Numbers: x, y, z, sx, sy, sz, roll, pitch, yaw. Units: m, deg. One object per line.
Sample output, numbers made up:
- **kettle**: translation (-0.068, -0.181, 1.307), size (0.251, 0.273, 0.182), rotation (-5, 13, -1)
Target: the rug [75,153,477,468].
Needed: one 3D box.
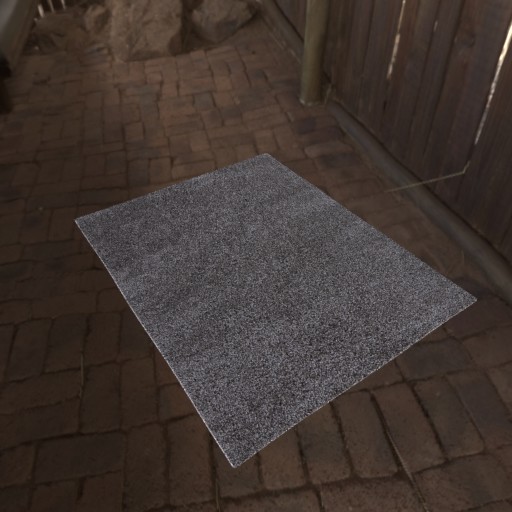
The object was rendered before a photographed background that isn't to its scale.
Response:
- **rug**: translation (0.000, 0.000, 4.090), size (2.401, 0.025, 3.000), rotation (-25, 47, -25)
